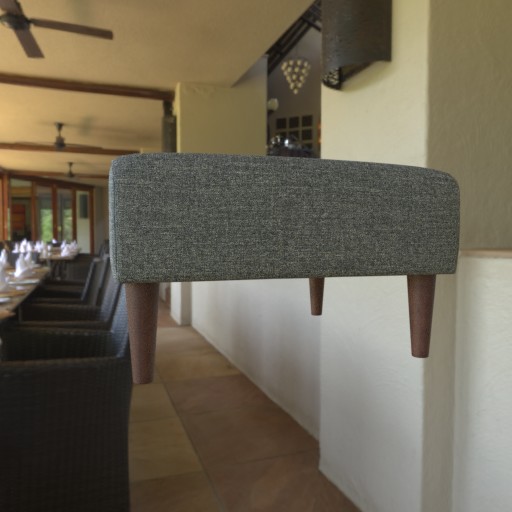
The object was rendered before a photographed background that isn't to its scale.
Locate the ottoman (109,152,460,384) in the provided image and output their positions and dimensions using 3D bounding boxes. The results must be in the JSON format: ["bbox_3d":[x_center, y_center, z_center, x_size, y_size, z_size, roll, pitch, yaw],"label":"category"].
[{"bbox_3d":[0.000,0.000,1.064,0.655,0.399,0.648,-1,3,-17],"label":"ottoman"}]
